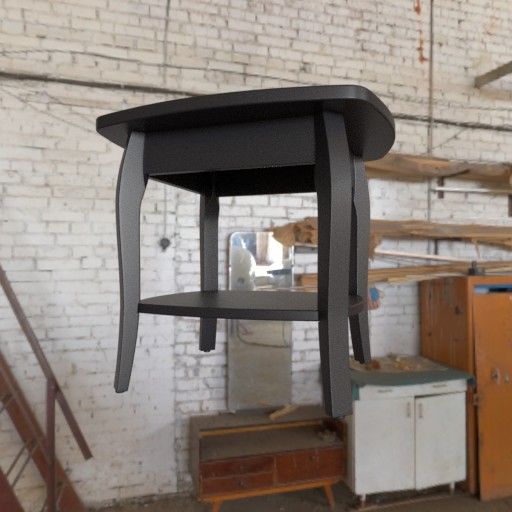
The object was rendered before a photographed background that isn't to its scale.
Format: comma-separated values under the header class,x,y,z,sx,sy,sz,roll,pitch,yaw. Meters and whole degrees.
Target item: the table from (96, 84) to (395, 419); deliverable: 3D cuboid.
class,x,y,z,sx,sy,sz,roll,pitch,yaw
table,0.000,0.000,0.844,0.508,0.457,0.457,0,0,19
